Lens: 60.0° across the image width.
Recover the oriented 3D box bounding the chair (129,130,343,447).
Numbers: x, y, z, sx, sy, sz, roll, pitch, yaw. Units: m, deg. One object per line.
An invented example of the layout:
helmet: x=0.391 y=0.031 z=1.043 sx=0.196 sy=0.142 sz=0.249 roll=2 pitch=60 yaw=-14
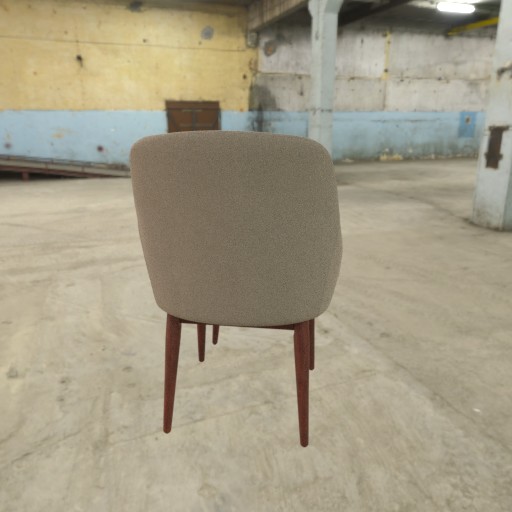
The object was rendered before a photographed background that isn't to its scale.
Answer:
chair: x=0.000 y=0.000 z=1.585 sx=0.584 sy=0.866 sz=1.114 roll=2 pitch=16 yaw=8
